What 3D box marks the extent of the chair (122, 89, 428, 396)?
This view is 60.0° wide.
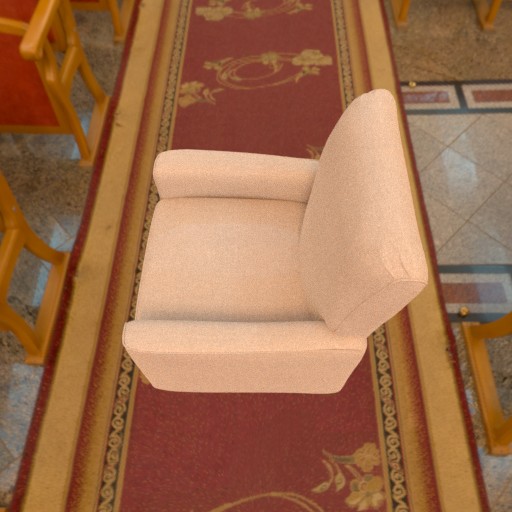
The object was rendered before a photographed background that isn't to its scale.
[{"bbox_3d":[0.000,0.000,1.625,0.858,1.023,0.841,1,59,1],"label":"chair"}]
